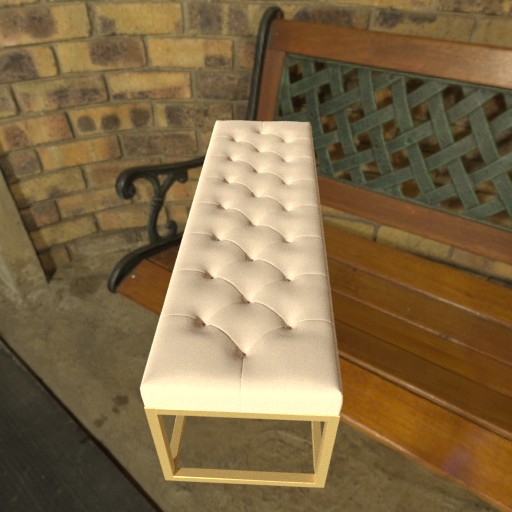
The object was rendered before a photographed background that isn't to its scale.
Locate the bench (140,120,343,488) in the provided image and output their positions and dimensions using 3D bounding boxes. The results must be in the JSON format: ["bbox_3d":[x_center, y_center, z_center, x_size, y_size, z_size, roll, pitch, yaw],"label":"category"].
[{"bbox_3d":[0.000,0.000,1.681,0.457,0.484,1.473,2,40,2],"label":"bench"}]
